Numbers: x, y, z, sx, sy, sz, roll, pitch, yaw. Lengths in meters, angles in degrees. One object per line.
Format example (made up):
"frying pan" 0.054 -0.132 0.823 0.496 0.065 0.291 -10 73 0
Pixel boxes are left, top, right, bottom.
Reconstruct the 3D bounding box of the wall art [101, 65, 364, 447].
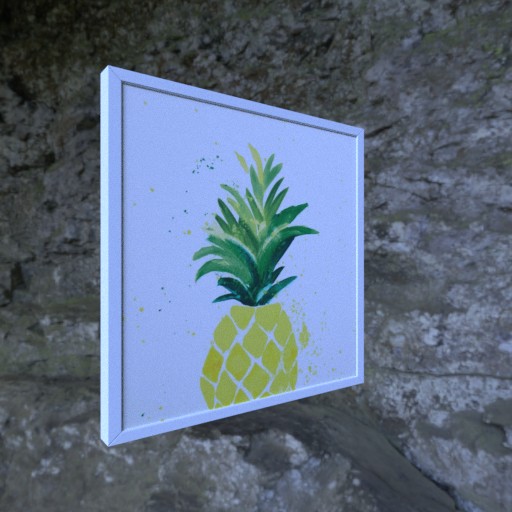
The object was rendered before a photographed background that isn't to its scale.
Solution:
"wall art" 0.000 0.000 0.454 0.307 0.307 0.020 0 0 -36
